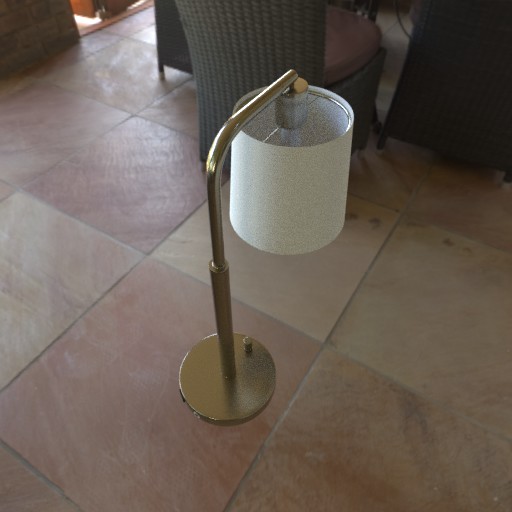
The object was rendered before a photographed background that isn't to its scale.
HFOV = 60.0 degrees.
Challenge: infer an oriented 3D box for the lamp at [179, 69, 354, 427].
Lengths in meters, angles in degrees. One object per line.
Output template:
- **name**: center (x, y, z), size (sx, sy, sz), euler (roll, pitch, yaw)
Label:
- **lamp**: center (0.000, 0.000, 0.638), size (0.171, 0.489, 0.333), euler (27, 53, 23)
